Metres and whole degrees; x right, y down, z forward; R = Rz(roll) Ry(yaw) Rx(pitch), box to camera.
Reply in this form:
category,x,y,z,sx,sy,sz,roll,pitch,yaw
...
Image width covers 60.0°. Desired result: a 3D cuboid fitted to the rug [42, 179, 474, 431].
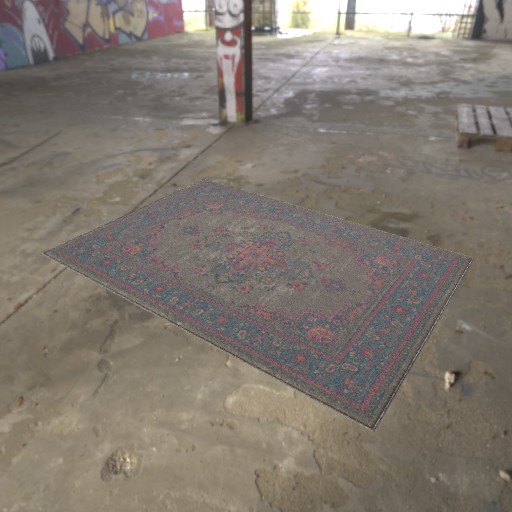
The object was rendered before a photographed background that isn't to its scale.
category,x,y,z,sx,sy,sz,roll,pitch,yaw
rug,0.000,0.000,3.602,2.890,0.013,2.005,21,37,30
